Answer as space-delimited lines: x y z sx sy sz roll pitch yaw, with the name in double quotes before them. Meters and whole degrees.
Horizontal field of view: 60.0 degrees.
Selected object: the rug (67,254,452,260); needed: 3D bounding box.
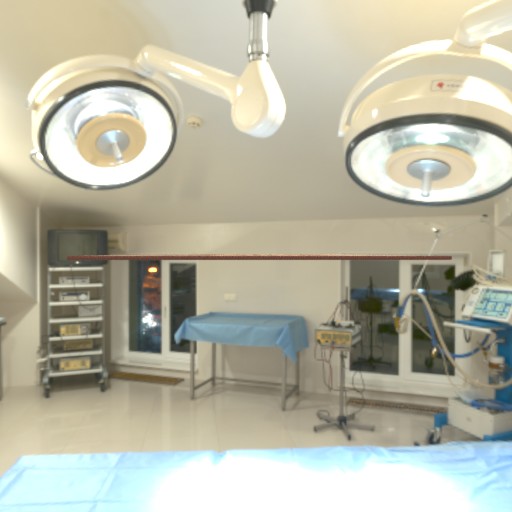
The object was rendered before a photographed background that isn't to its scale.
"rug" 0.000 0.000 5.773 3.033 0.033 4.578 0 0 -1
